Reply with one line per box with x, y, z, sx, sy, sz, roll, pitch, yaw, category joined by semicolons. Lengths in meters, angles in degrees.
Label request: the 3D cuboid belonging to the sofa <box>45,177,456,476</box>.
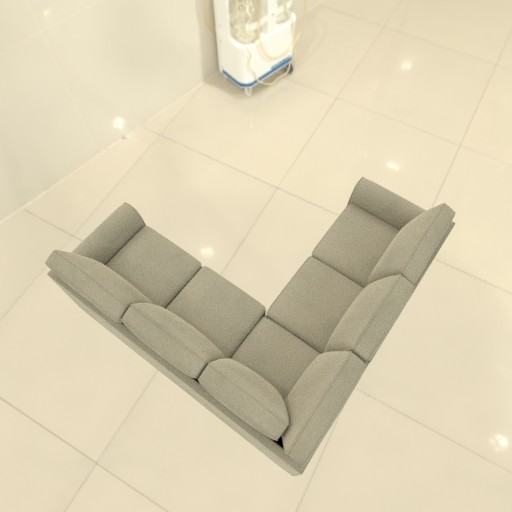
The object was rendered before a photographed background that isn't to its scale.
0.000;0.000;3.951;2.562;1.053;2.487;33;67;16;sofa
